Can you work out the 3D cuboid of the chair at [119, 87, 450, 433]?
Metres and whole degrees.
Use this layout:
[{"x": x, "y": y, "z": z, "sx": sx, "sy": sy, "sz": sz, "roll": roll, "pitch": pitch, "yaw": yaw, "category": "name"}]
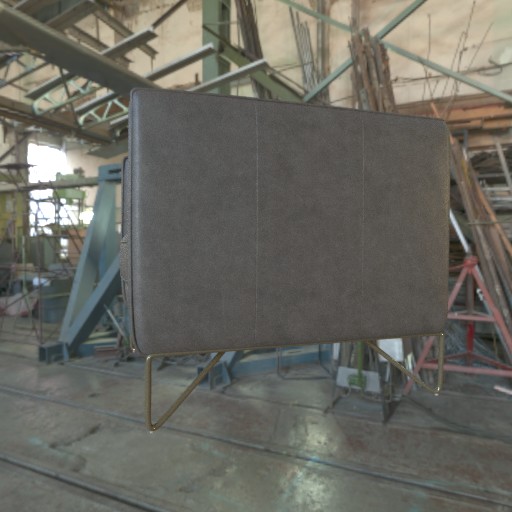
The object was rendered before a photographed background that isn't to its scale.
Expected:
[{"x": 0.000, "y": 0.000, "z": 1.519, "sx": 0.894, "sy": 0.790, "sz": 0.880, "roll": 0, "pitch": 1, "yaw": -18, "category": "chair"}]
